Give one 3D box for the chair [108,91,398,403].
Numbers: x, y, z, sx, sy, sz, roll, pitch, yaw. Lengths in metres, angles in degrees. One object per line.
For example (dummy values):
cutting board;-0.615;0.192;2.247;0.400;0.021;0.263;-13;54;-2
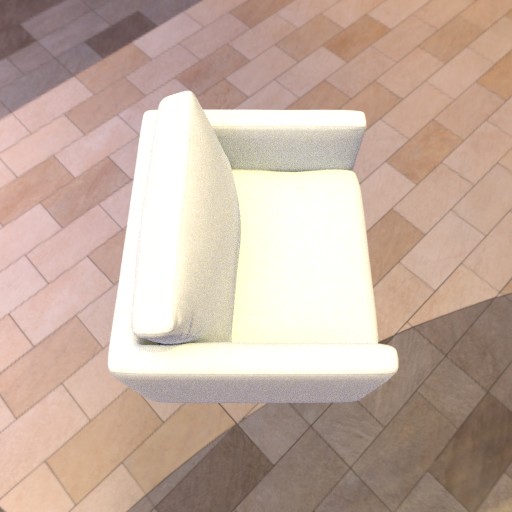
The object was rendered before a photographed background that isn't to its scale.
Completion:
chair;0.000;0.000;1.849;0.953;0.961;1.107;0;65;0
